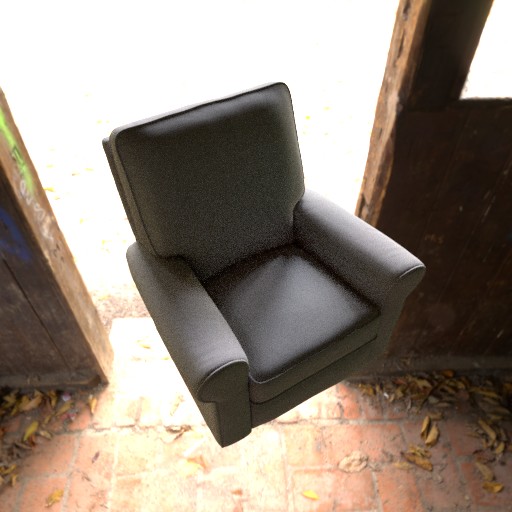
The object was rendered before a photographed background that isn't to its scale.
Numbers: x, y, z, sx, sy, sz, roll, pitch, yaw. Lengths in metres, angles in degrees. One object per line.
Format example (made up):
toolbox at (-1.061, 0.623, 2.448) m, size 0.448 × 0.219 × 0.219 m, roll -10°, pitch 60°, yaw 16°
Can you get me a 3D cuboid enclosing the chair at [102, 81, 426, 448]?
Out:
chair at (0.000, 0.000, 1.651) m, size 0.890 × 0.960 × 0.878 m, roll -24°, pitch 51°, yaw -21°
